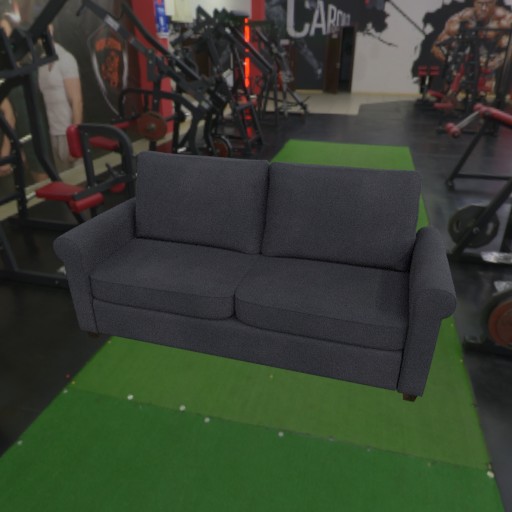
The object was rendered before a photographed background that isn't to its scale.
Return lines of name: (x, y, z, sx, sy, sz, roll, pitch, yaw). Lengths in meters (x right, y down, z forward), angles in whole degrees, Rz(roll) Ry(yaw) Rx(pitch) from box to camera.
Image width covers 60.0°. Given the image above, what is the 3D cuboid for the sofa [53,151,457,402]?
sofa: (0.000, 0.000, 2.435, 1.935, 0.942, 0.842, 7, 27, 15)
